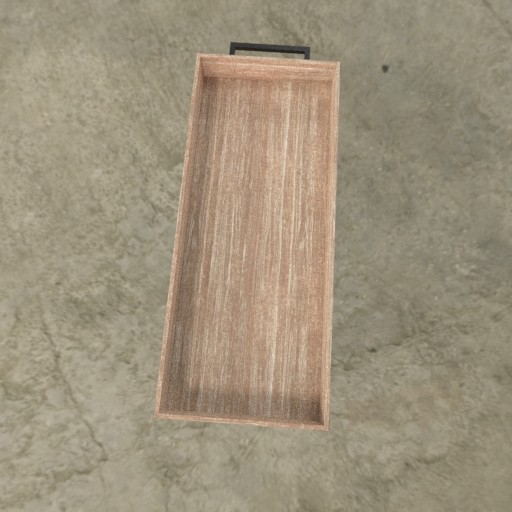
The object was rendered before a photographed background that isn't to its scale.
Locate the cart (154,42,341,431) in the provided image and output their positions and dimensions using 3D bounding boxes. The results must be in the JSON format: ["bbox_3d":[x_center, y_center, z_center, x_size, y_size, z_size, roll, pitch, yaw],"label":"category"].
[{"bbox_3d":[0.000,0.000,1.499,0.500,0.787,1.101,4,76,1],"label":"cart"}]
